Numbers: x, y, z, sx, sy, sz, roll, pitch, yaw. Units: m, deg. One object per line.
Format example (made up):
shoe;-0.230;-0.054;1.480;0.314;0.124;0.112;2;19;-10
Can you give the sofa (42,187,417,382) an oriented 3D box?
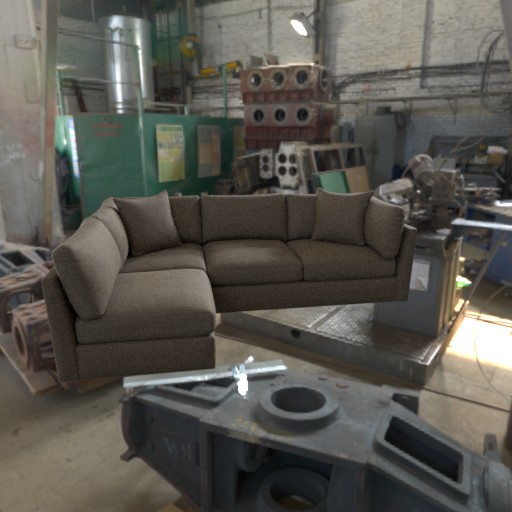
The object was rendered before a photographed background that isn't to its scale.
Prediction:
sofa;0.000;0.000;3.807;2.896;0.978;1.994;-3;16;-9
